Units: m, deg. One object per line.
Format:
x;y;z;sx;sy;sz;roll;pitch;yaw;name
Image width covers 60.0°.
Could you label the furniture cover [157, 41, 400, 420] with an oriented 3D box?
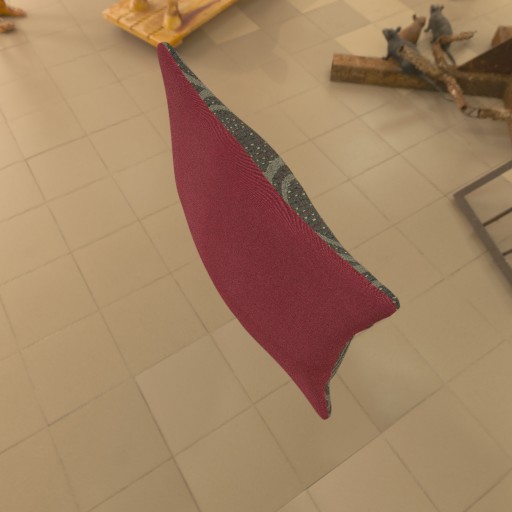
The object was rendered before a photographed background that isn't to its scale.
0.000;0.000;0.759;0.163;0.513;0.514;-29;63;-17;furniture cover
